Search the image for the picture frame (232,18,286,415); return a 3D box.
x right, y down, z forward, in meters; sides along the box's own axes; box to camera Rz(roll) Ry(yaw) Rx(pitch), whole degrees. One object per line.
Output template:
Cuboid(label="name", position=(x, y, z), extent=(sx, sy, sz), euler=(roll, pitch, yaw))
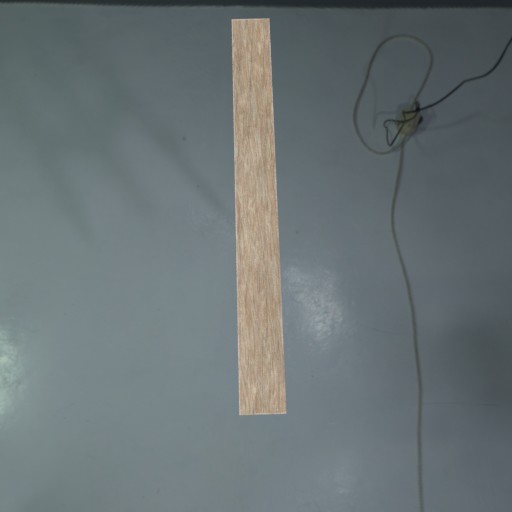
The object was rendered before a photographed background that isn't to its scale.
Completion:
Cuboid(label="picture frame", position=(0.000, 0.000, 0.707), extent=(0.043, 0.526, 0.424), euler=(-2, 76, 0))
